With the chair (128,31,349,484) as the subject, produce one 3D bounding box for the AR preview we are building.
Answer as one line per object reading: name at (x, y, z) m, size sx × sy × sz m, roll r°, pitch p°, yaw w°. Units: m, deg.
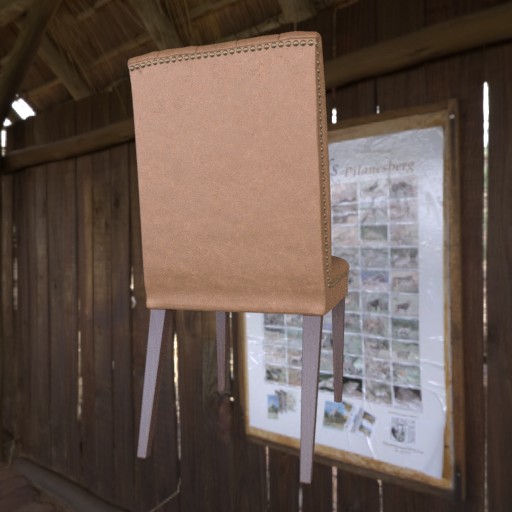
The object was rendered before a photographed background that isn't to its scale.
chair at (0.000, 0.000, 1.336) m, size 0.511 × 1.016 × 0.647 m, roll 0°, pitch 0°, yaw 17°
